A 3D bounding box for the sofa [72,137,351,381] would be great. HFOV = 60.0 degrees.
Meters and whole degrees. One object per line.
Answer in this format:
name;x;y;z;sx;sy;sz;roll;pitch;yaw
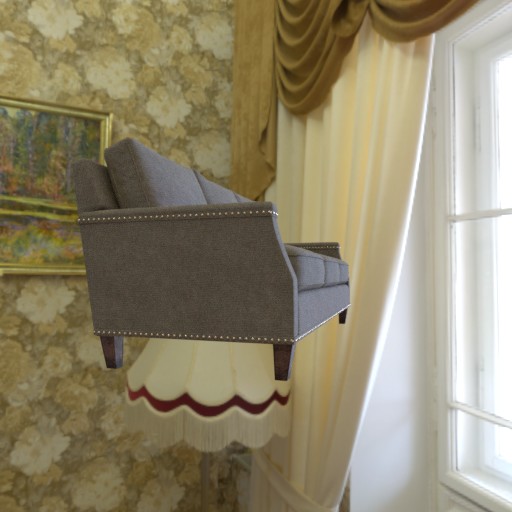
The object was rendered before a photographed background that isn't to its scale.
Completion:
sofa;0.000;0.000;2.830;1.034;1.042;2.226;-1;-3;17
